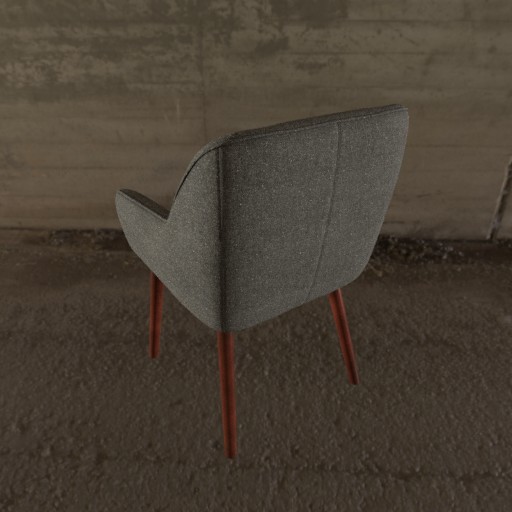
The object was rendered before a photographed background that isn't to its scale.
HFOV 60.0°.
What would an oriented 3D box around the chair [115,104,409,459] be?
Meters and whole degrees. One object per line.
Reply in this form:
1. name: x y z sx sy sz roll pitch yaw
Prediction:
1. chair: 0.000 0.000 1.150 0.543 0.803 0.519 -19 36 -29
